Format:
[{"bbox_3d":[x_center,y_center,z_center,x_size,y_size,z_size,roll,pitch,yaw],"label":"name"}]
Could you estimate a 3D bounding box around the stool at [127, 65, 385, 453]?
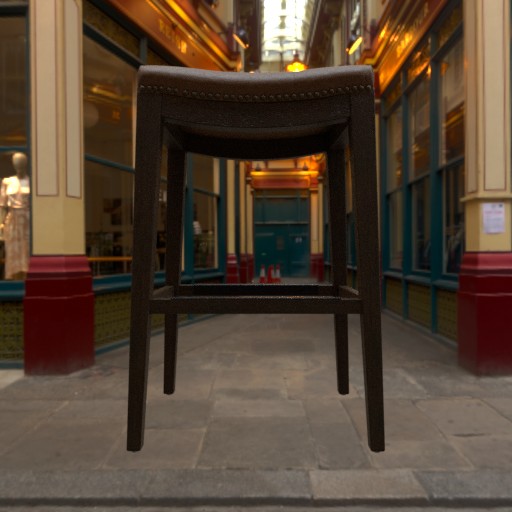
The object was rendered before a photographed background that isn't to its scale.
[{"bbox_3d":[0.000,0.000,1.030,0.500,0.759,0.361,0,1,0],"label":"stool"}]
